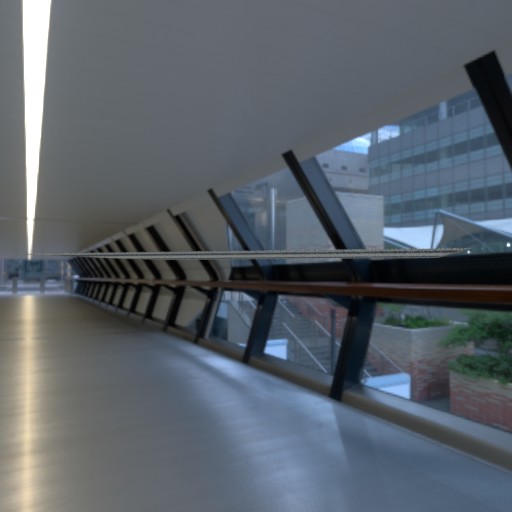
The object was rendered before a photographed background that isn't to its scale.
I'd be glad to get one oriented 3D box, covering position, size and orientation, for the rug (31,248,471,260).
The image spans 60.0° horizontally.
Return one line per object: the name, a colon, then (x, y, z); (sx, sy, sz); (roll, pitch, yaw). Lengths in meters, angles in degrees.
rug: (0.000, 0.000, 3.018); (2.453, 0.003, 1.519); (-1, -2, 17)
